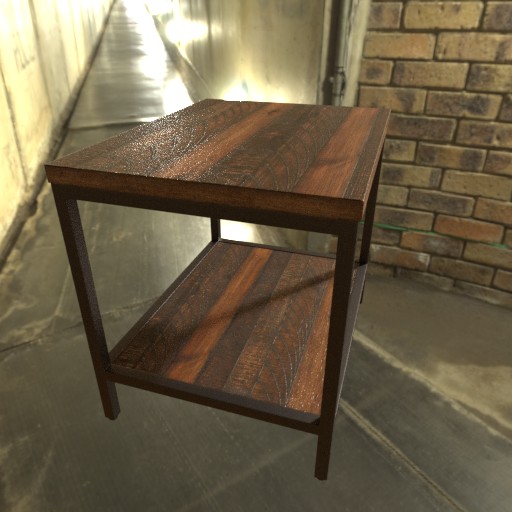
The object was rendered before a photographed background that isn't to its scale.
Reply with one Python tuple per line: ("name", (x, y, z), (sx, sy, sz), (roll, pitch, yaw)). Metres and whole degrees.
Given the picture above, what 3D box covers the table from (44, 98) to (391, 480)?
("table", (0.000, 0.000, 1.096), (0.524, 0.612, 0.678), (9, 30, 16))
